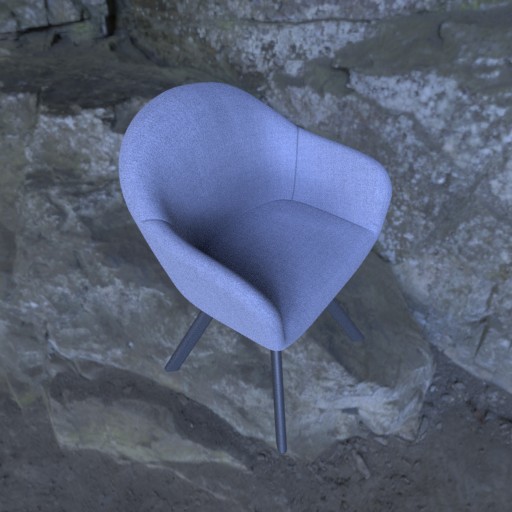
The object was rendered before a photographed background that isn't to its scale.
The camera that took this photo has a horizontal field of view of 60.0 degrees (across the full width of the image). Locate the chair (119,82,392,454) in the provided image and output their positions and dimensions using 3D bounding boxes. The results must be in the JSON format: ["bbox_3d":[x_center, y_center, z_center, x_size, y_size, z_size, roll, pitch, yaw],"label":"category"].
[{"bbox_3d":[0.000,0.000,1.197,0.550,0.795,0.590,26,48,26],"label":"chair"}]
